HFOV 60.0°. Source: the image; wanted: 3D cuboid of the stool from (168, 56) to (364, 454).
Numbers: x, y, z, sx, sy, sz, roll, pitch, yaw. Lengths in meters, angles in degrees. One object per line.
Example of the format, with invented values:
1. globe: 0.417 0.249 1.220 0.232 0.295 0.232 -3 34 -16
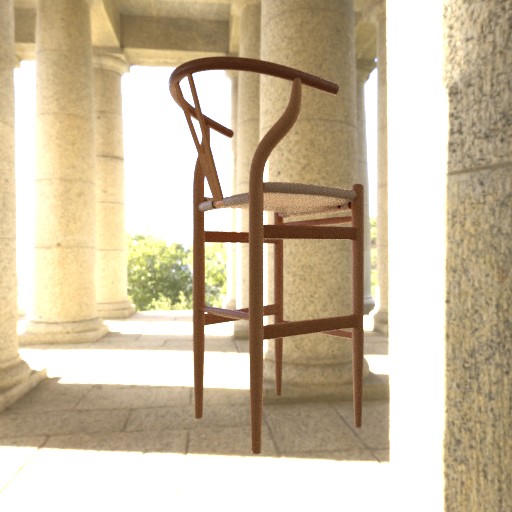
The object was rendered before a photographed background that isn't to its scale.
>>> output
1. stool: 0.000 0.000 1.406 0.561 1.068 0.574 0 -1 -36
